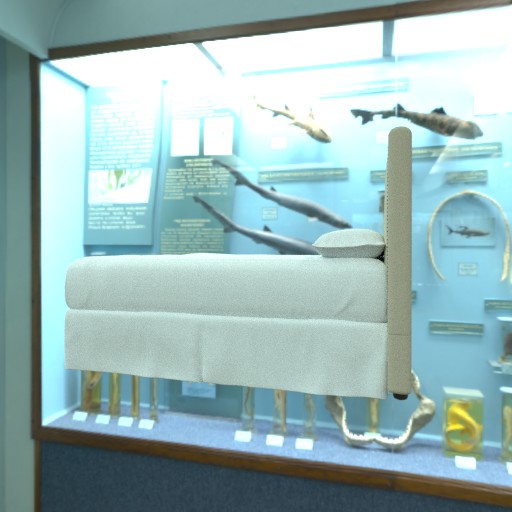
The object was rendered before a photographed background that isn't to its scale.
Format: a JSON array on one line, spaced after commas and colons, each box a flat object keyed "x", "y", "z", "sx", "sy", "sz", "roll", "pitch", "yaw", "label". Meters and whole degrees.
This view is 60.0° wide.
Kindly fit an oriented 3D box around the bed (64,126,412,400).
[{"x": 0.000, "y": 0.000, "z": 3.290, "sx": 2.143, "sy": 1.460, "sz": 1.753, "roll": 0, "pitch": 0, "yaw": 17, "label": "bed"}]
